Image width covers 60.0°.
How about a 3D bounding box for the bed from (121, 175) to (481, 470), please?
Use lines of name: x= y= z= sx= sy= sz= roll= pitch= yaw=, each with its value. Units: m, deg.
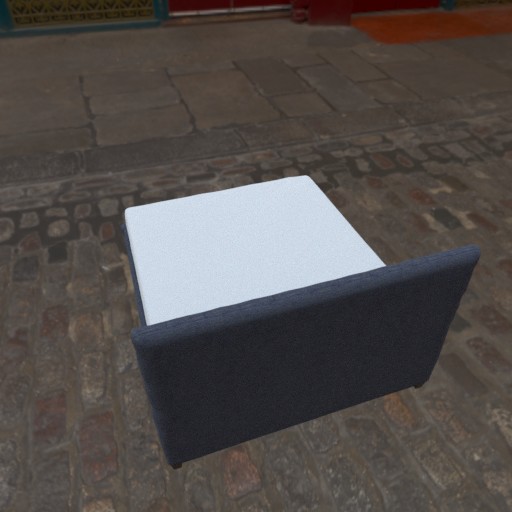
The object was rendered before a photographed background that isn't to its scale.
bed: x=0.000 y=0.000 z=3.665 sx=2.078 sy=1.427 sz=2.387 roll=-13 pitch=43 yaw=-14
